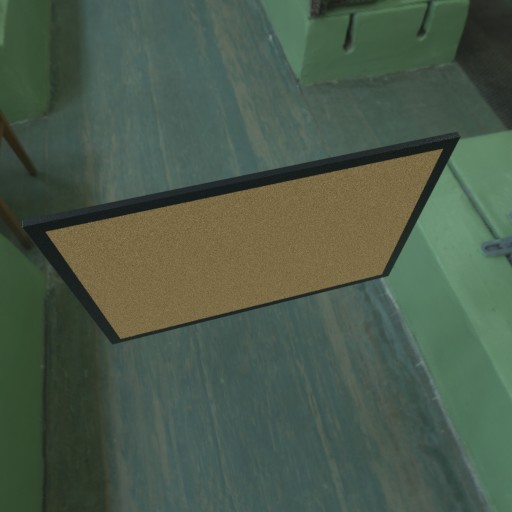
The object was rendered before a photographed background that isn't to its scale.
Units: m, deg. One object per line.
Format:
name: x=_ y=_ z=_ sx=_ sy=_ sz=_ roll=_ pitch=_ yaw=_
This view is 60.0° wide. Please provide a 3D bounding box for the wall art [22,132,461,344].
wall art: x=0.000 y=0.000 z=1.039 sx=0.819 sy=0.552 sz=0.015 roll=-13 pitch=59 yaw=-8
